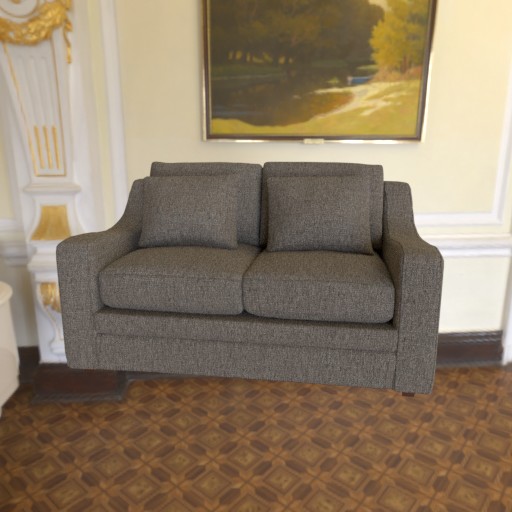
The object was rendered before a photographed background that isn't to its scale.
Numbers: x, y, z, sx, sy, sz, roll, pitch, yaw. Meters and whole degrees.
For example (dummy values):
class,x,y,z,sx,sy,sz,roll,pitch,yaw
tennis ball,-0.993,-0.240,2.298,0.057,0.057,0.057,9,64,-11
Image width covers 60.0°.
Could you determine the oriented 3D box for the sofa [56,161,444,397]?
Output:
class,x,y,z,sx,sy,sz,roll,pitch,yaw
sofa,0.000,0.000,2.441,1.778,0.991,1.120,2,15,8
